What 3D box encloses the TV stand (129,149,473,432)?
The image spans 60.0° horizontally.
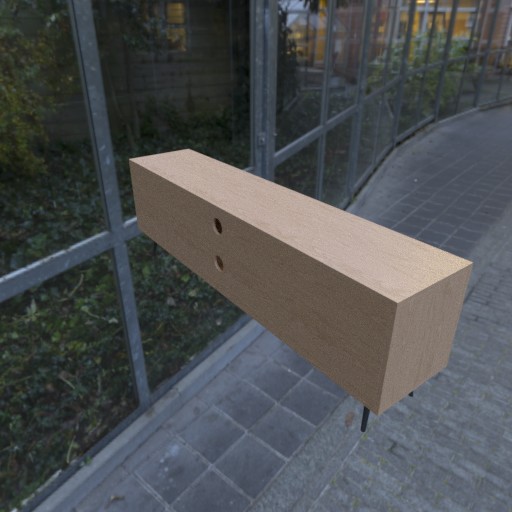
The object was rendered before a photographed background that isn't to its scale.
[{"bbox_3d":[0.000,0.000,2.024,0.400,0.580,1.760,-19,33,-32],"label":"TV stand"}]
